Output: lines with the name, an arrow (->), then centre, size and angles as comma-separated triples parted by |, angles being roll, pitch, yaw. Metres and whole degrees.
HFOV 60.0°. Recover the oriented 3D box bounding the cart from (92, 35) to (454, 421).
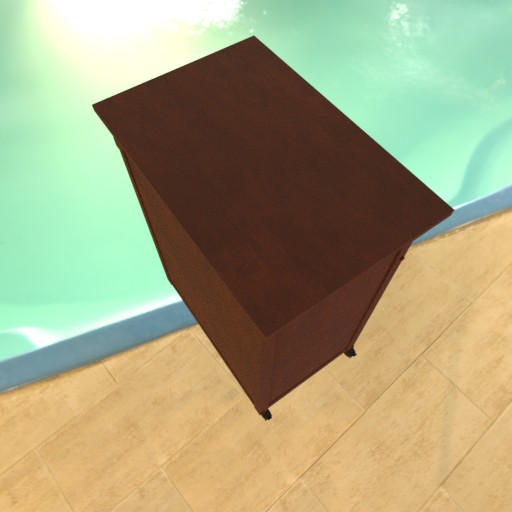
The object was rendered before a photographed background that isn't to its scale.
cart -> 0.000, 0.000, 1.290 | 0.442, 0.864, 0.683 | -31, 64, -17
